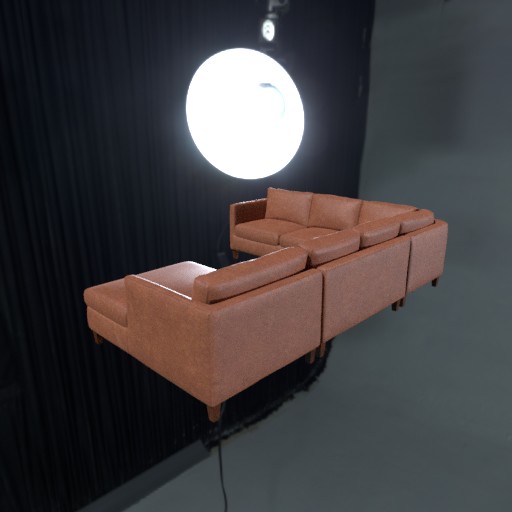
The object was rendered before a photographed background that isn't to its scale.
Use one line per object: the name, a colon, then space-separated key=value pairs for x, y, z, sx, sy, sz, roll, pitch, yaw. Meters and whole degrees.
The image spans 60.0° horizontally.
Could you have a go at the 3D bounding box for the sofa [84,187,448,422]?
sofa: x=0.000 y=0.000 z=4.573 sx=2.593 sy=0.923 sz=3.460 roll=15 pitch=22 yaw=42
